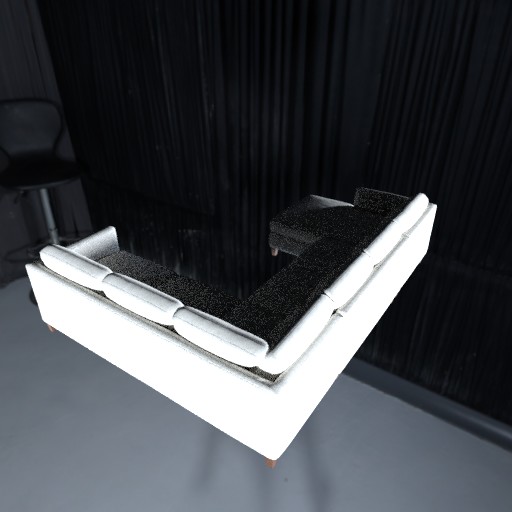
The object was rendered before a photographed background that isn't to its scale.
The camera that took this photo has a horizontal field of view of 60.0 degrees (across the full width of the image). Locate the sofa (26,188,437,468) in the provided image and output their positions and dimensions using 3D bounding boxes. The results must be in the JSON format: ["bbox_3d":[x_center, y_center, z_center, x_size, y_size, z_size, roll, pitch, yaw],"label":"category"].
[{"bbox_3d":[0.000,0.000,4.361,2.551,0.853,3.238,19,36,29],"label":"sofa"}]
